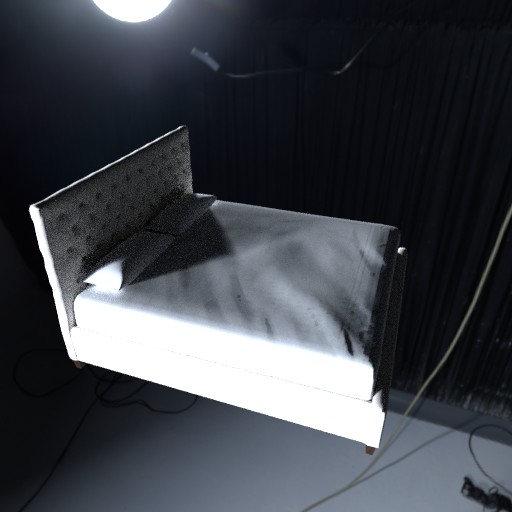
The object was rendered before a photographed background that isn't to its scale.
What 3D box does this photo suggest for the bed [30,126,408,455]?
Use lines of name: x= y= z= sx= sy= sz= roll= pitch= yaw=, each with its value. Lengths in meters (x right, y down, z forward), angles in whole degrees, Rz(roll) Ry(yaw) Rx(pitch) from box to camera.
bed: x=0.000 y=0.000 z=3.648 sx=2.387 sy=1.427 sz=2.078 roll=11 pitch=33 yaw=17
